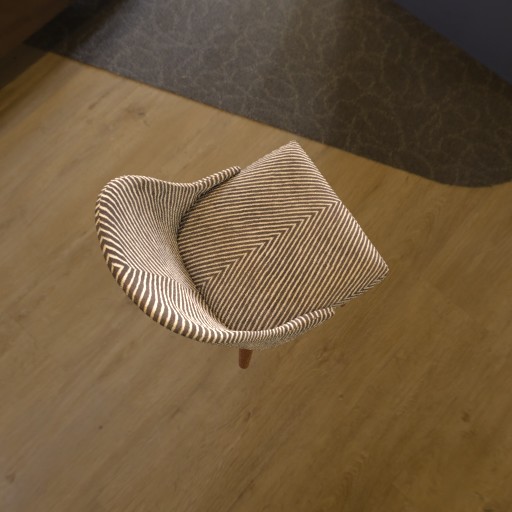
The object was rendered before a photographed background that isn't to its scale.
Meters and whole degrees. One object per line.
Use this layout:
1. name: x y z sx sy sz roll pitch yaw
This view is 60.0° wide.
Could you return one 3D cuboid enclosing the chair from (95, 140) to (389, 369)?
1. chair: 0.000 0.000 1.232 0.591 0.883 0.504 -31 76 -8
